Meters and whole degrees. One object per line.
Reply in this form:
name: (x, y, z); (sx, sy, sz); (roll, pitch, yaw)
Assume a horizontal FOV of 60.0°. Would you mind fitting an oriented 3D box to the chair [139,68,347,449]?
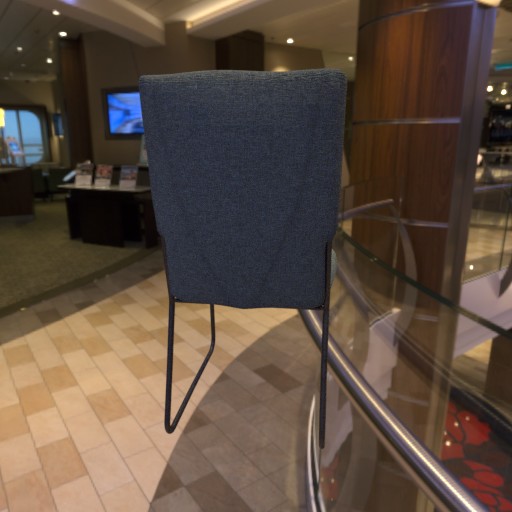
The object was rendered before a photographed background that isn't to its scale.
chair: (0.000, 0.000, 1.284); (0.480, 0.931, 0.635); (2, 15, 8)
